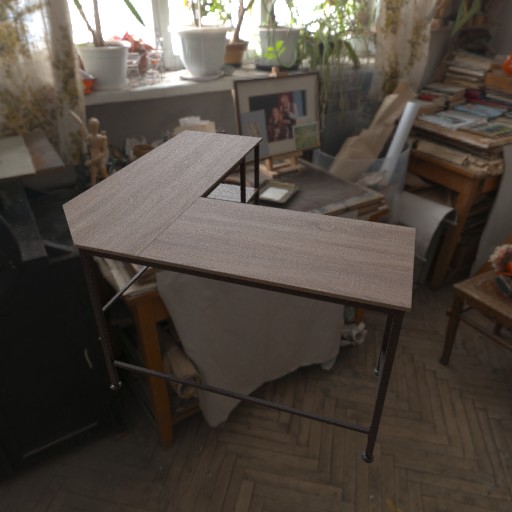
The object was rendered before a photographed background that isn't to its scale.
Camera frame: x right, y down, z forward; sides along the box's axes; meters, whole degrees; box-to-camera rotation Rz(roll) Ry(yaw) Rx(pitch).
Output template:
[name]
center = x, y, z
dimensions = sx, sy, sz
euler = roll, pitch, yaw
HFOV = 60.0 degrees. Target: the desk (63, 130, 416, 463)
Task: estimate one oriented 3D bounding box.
[desk]
center = 0.000, 0.000, 2.181
dimensions = 1.379, 0.739, 1.379
euler = 10, 33, 16
